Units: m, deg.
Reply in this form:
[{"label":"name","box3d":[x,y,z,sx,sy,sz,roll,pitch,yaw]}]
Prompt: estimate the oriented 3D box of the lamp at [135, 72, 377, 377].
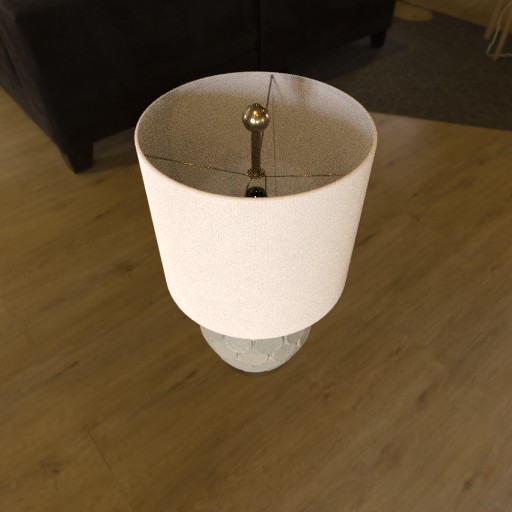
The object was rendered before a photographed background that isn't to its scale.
[{"label":"lamp","box3d":[0.000,0.000,0.619,0.254,0.452,0.254,0,47,0]}]
